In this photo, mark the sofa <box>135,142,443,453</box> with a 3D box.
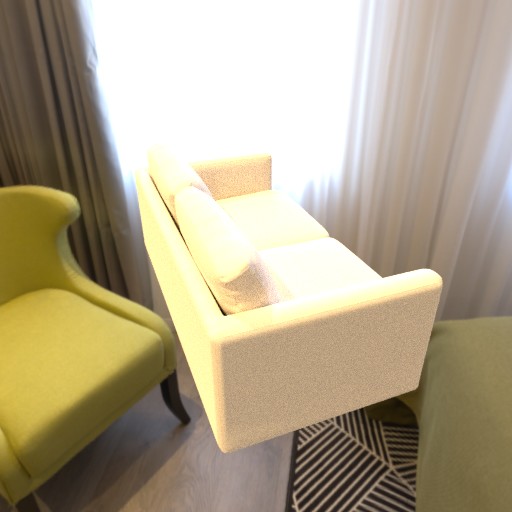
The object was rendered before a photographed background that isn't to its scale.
[{"bbox_3d":[0.000,0.000,2.296,0.940,0.893,1.713,-11,32,-18],"label":"sofa"}]
